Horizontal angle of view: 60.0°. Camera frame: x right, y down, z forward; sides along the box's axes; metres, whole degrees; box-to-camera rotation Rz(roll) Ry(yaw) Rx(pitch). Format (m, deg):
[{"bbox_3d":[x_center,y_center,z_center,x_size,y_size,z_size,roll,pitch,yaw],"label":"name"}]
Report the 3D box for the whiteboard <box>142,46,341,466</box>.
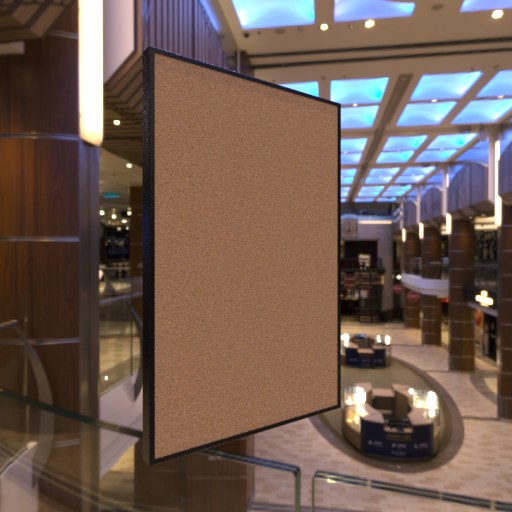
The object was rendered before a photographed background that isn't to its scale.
[{"bbox_3d":[0.000,0.000,0.775,0.406,0.611,0.026,0,0,-37],"label":"whiteboard"}]
